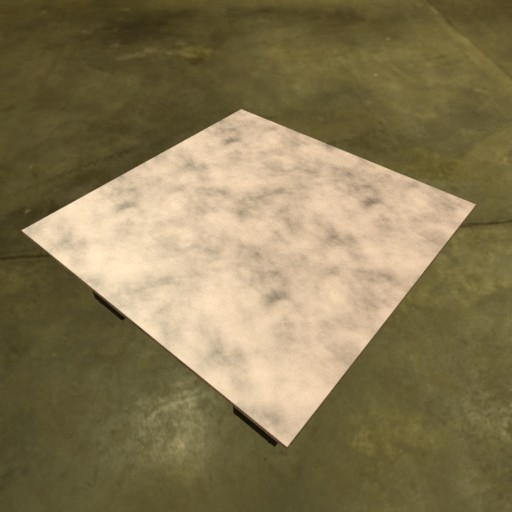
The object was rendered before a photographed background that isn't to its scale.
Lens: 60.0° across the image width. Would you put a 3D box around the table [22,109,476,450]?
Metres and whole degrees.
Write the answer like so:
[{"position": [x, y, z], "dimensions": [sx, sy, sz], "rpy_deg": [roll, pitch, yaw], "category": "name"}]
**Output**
[{"position": [0.000, 0.000, 1.331], "dimensions": [0.890, 0.305, 0.890], "rpy_deg": [31, 53, 27], "category": "table"}]
